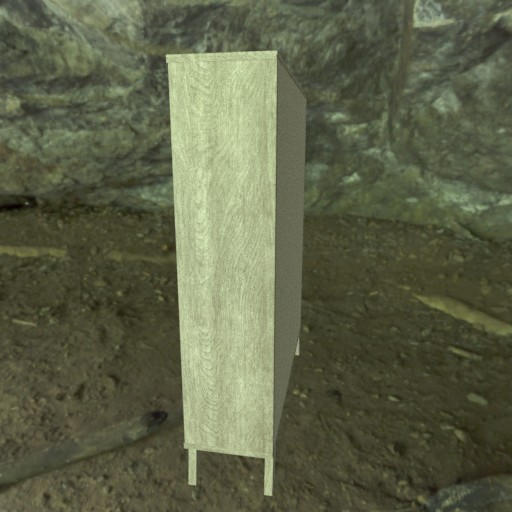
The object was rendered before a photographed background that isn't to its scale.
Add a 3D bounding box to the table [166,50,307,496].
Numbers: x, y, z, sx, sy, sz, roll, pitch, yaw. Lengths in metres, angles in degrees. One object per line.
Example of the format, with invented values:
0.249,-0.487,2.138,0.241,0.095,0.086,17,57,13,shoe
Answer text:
0.000,0.000,1.535,0.256,1.135,0.902,3,14,10,table
